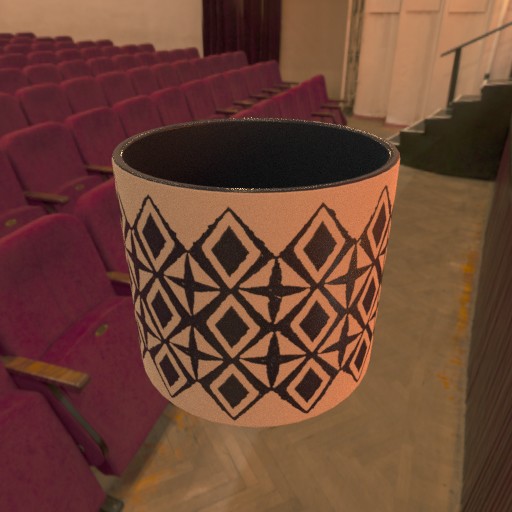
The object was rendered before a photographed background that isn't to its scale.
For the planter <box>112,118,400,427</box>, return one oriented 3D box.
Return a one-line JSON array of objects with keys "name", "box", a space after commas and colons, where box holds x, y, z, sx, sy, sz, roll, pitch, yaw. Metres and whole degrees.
[{"name": "planter", "box": [0.000, 0.000, 0.286, 0.159, 0.144, 0.159, 0, 28, 0]}]
